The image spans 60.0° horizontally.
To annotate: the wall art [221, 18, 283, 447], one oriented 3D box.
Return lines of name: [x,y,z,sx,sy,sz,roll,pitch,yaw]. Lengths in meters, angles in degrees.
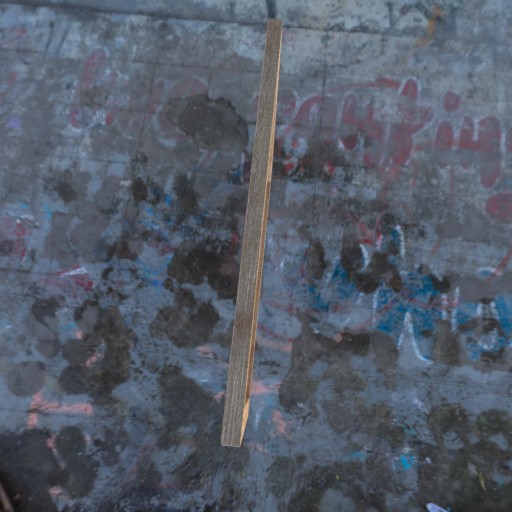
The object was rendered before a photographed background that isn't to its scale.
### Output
wall art: [0.000,0.000,0.955,0.026,0.588,0.690,5,74,2]
